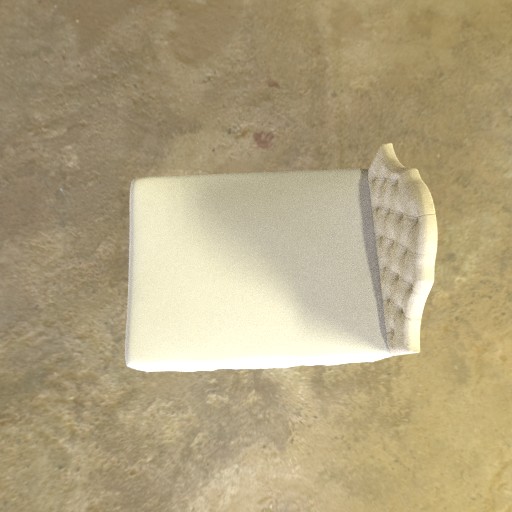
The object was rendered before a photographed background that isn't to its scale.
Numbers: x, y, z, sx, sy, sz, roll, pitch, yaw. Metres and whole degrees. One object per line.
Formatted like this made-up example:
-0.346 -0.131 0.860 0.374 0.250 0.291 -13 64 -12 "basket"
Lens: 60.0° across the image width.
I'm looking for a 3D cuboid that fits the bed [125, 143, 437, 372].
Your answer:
0.000 0.000 3.316 2.092 1.575 1.627 -2 75 -1 "bed"
